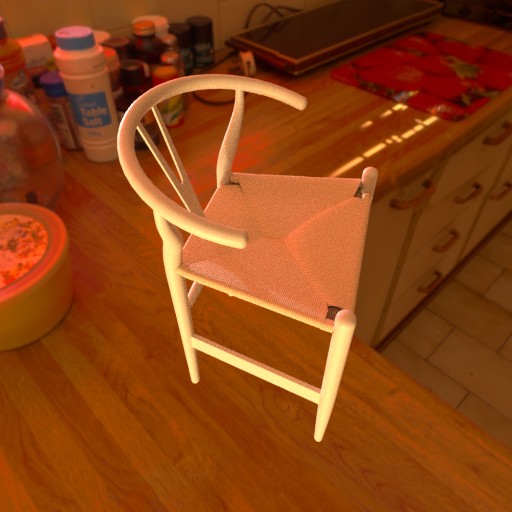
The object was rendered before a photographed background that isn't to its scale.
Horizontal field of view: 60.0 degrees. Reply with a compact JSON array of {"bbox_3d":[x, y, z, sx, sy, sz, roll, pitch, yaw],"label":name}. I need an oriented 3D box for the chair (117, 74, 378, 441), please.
[{"bbox_3d":[0.000,0.000,1.080,0.500,0.736,0.533,11,46,11],"label":"chair"}]
